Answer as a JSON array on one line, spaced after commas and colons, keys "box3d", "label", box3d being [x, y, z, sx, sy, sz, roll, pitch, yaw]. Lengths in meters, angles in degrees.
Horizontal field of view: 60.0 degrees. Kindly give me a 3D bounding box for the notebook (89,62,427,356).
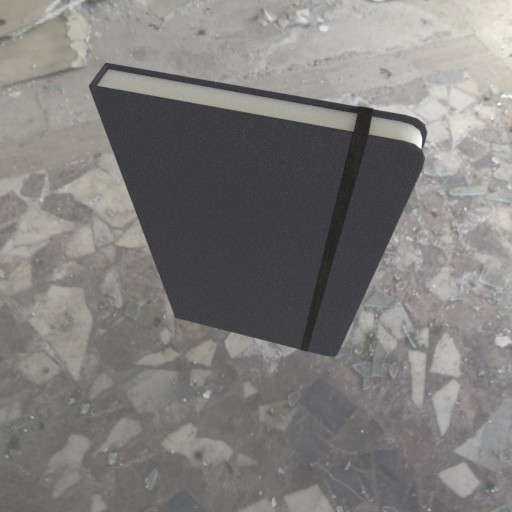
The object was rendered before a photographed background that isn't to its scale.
[{"box3d": [0.000, 0.000, 0.252, 0.127, 0.213, 0.016, 13, 59, 8], "label": "notebook"}]
